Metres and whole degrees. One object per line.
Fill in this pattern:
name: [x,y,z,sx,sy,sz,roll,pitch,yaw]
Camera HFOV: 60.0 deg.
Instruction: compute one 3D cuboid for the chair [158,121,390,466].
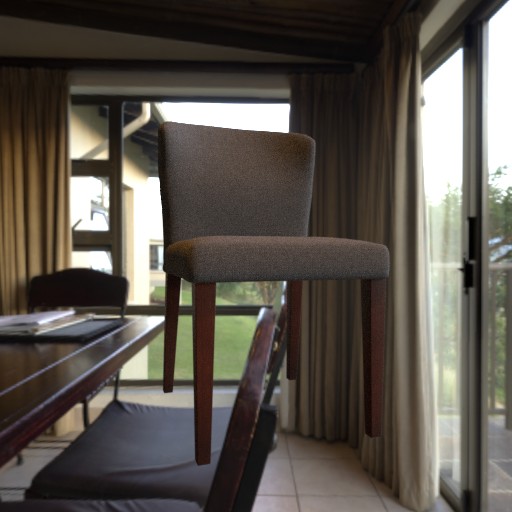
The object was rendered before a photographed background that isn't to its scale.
chair: [0.000,0.000,1.210,0.491,0.839,0.589,0,1,-19]
